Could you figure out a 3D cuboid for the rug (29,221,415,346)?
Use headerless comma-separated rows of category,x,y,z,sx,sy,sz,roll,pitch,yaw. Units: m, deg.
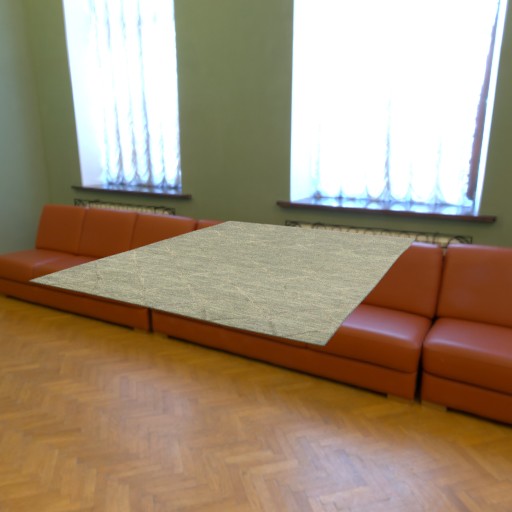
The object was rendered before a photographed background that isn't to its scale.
rug,0.000,0.000,4.198,2.438,0.013,3.048,8,16,27
